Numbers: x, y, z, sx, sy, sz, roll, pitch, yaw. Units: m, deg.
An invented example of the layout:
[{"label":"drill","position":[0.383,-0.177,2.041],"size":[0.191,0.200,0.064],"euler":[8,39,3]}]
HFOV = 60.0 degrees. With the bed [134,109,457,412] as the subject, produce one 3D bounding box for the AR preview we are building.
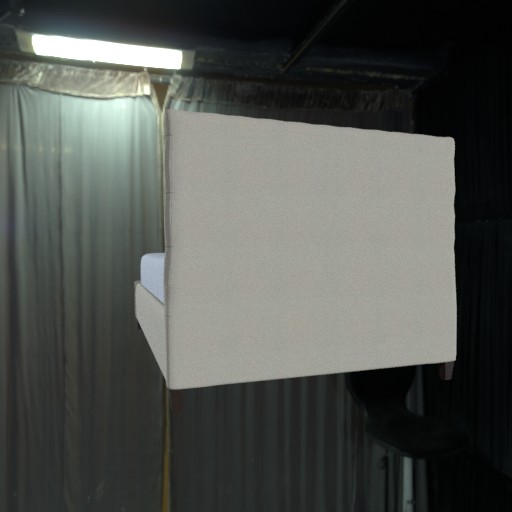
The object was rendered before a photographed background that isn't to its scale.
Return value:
[{"label":"bed","position":[0.000,0.000,3.436],"size":[1.698,1.427,2.387],"euler":[0,1,-19]}]
